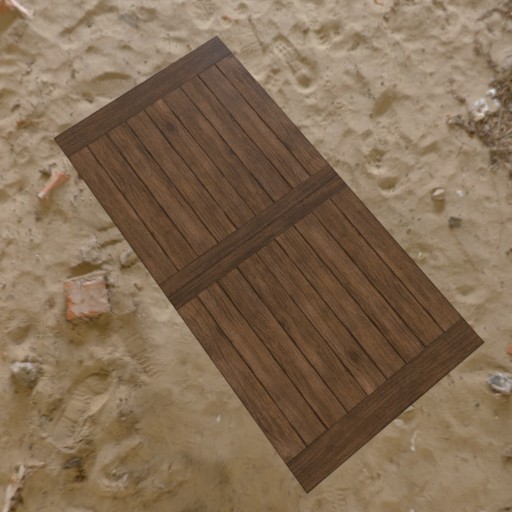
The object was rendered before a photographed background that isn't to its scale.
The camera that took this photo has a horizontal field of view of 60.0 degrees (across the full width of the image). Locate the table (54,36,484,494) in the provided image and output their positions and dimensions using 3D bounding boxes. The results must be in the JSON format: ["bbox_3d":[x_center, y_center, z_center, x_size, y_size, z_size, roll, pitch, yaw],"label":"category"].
[{"bbox_3d":[0.000,0.000,2.295,0.931,0.757,1.867,-36,78,-9],"label":"table"}]
